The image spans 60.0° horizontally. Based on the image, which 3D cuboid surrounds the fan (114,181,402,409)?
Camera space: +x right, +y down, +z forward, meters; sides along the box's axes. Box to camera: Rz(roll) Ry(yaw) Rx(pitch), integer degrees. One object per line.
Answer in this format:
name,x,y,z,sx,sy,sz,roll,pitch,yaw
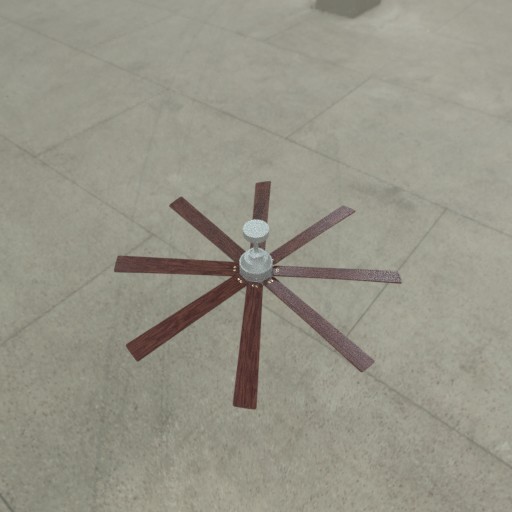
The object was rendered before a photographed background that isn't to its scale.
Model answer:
fan,0.000,0.000,2.745,1.830,0.472,1.830,3,47,2
